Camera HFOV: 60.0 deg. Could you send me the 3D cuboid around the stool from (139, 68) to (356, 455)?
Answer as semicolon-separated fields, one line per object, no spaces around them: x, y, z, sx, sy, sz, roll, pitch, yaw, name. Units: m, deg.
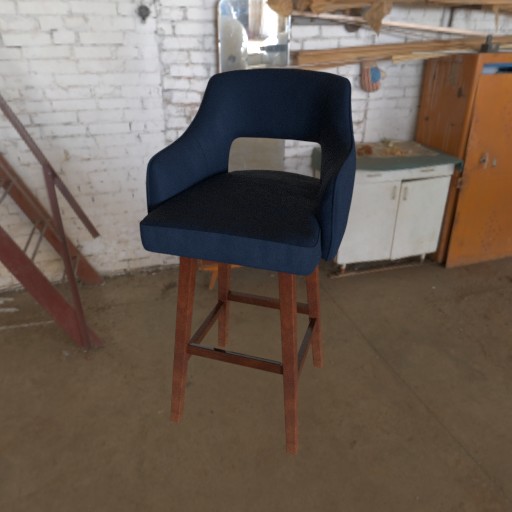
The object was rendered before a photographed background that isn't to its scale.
0.000;0.000;1.377;0.550;1.041;0.560;8;28;16;stool
